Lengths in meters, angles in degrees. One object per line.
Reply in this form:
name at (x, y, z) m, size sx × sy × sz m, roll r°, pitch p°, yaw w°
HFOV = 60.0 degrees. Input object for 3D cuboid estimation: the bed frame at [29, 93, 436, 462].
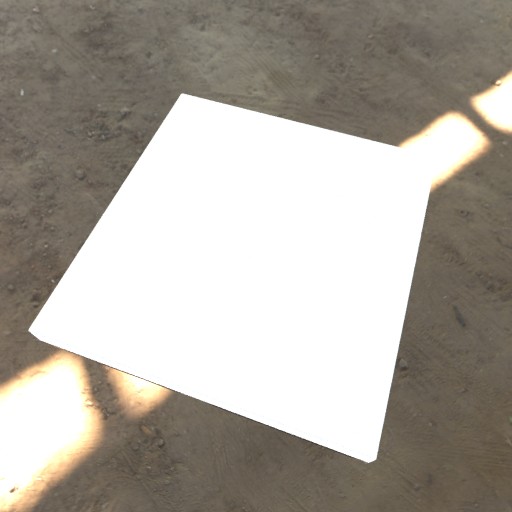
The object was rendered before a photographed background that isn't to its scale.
bed frame at (0.000, 0.000, 2.985) m, size 1.930 × 0.559 × 2.032 m, roll 17°, pitch 61°, yaw 10°
